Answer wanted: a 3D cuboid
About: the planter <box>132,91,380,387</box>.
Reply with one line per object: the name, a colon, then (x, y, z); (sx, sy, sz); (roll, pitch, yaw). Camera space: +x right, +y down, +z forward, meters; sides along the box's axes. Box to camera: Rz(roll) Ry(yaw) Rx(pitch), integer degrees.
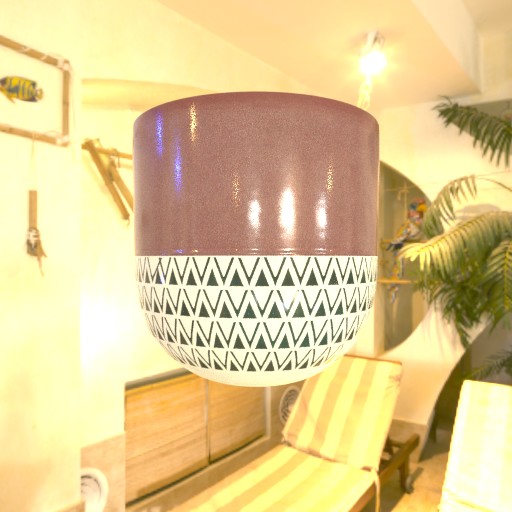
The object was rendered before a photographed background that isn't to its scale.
planter: (0.000, 0.000, 0.495); (0.266, 0.270, 0.266); (0, 0, 0)
